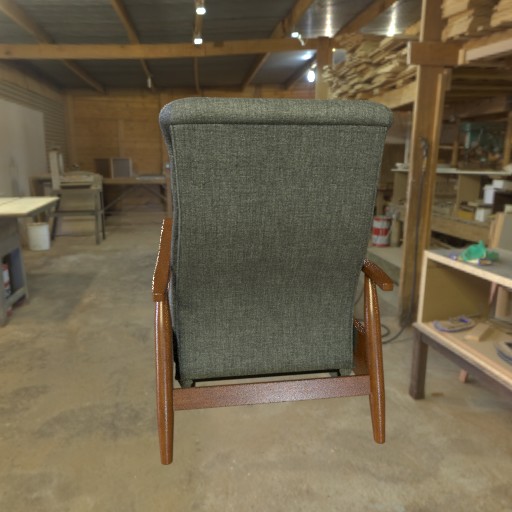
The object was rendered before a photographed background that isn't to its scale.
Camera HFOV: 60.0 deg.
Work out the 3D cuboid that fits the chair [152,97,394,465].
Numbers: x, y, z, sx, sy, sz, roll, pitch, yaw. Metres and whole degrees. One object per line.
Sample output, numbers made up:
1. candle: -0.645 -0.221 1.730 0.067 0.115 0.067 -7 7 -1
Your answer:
1. chair: 0.000 0.000 1.761 0.762 1.082 1.030 -2 13 -8
